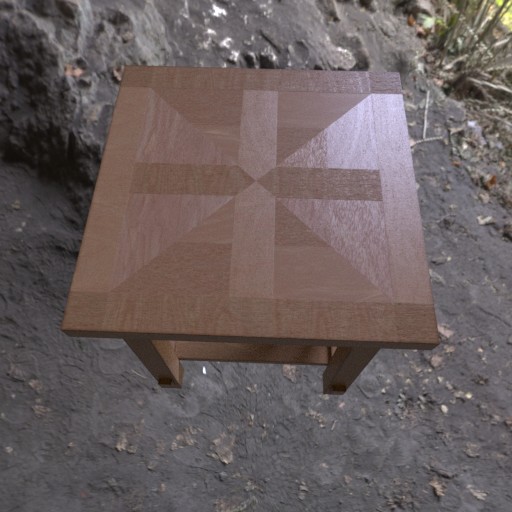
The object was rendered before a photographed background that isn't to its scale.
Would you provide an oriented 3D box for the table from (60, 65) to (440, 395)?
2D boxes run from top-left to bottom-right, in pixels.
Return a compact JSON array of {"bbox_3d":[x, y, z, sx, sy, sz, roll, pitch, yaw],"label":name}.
[{"bbox_3d":[0.000,0.000,1.132,0.610,0.638,0.612,2,63,1],"label":"table"}]
